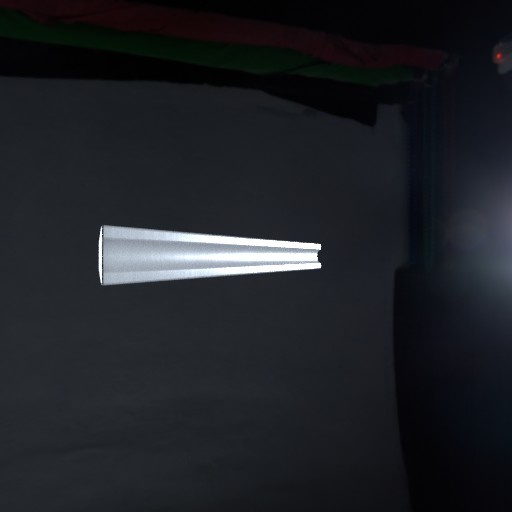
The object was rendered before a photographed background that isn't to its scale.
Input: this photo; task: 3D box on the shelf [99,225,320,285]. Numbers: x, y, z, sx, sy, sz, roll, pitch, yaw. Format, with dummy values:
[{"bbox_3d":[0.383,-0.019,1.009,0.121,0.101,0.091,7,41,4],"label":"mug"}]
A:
[{"bbox_3d":[0.000,0.000,0.442,0.296,0.035,0.296,0,0,-19],"label":"shelf"}]
